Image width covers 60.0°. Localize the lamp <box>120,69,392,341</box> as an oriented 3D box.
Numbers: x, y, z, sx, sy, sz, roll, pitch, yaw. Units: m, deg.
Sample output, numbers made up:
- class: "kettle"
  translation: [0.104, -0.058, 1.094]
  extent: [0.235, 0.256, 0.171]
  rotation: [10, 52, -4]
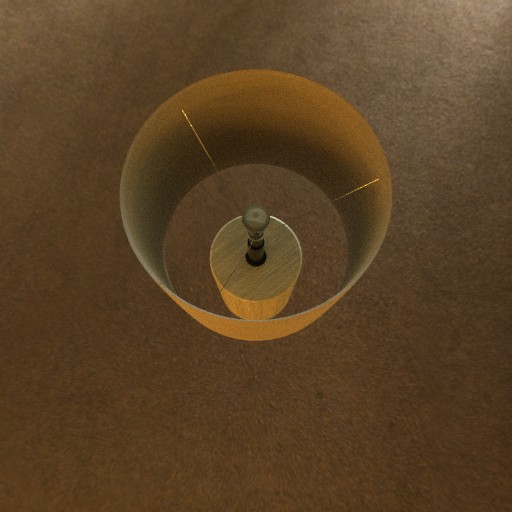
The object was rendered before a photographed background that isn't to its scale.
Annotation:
- class: "lamp"
  translation: [0.000, 0.000, 0.582]
  extent: [0.228, 0.444, 0.228]
  rotation: [-37, 78, -9]
